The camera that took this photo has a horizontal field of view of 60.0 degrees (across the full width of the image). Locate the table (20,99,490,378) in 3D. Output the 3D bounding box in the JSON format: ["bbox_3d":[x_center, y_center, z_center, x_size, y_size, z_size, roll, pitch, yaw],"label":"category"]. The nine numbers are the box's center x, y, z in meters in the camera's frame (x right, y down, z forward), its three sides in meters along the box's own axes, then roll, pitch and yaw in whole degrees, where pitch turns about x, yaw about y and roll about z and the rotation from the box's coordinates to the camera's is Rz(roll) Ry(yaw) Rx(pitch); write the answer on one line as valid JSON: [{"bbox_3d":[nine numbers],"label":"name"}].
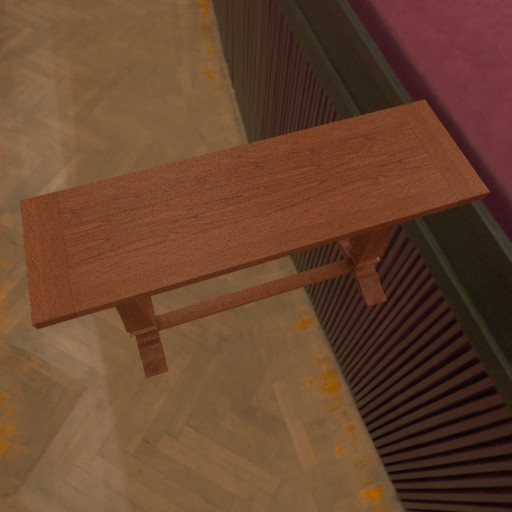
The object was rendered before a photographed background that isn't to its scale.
[{"bbox_3d":[0.000,0.000,1.834,1.478,0.852,0.461,-16,63,-8],"label":"table"}]
